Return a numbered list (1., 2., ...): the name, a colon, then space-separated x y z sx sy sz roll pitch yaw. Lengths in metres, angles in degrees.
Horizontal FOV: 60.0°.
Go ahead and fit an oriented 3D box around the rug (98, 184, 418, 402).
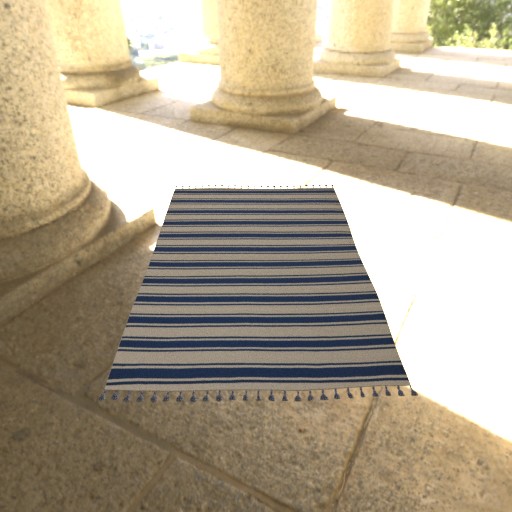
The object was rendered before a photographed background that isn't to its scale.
1. rug: 0.000 0.000 2.599 1.248 0.009 2.108 0 32 -1
